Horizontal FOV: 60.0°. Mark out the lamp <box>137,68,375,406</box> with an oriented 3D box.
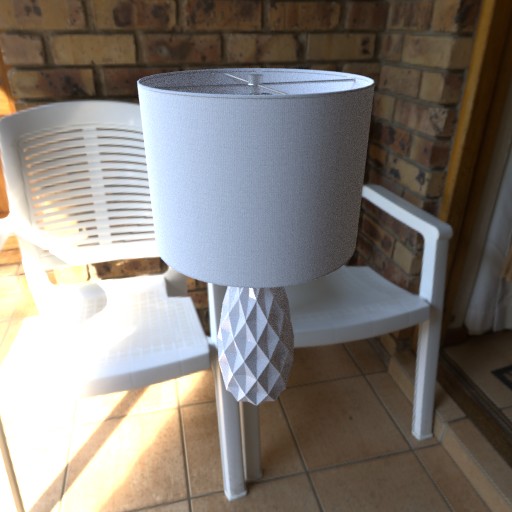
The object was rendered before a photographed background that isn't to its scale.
[{"bbox_3d":[0.000,0.000,0.688,0.297,0.522,0.297,0,28,0],"label":"lamp"}]
